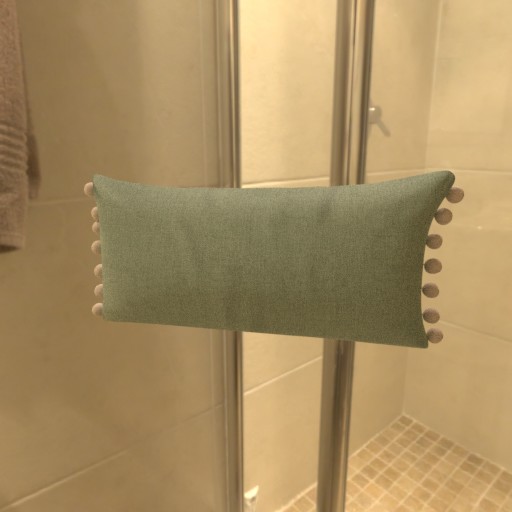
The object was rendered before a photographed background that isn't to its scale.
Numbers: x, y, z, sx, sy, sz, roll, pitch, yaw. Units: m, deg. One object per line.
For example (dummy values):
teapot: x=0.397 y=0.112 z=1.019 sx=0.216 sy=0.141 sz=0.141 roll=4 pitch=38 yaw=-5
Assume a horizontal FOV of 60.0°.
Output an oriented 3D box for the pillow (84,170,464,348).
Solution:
pillow: x=0.000 y=0.000 z=0.829 sx=0.709 sy=0.322 sz=0.201 roll=3 pitch=15 yaw=11
